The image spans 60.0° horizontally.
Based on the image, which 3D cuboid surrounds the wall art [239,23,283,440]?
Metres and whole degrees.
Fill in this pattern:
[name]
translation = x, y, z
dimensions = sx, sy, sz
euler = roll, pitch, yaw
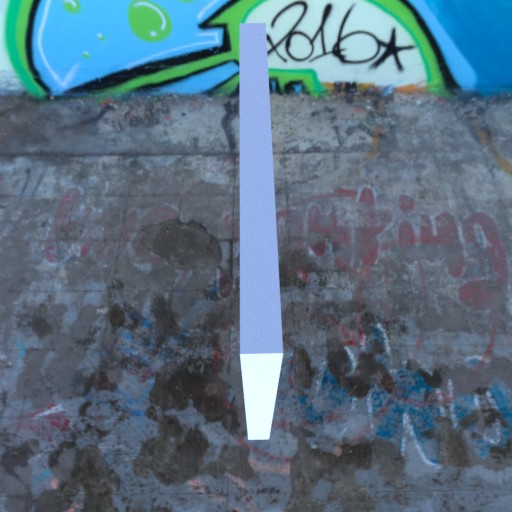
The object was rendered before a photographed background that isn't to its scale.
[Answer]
[wall art]
translation = 0.000, 0.000, 0.525
dimensions = 0.027, 0.355, 0.355
euler = -1, 59, -1
